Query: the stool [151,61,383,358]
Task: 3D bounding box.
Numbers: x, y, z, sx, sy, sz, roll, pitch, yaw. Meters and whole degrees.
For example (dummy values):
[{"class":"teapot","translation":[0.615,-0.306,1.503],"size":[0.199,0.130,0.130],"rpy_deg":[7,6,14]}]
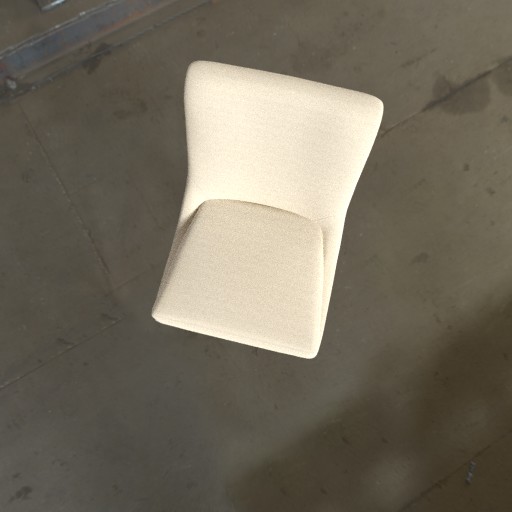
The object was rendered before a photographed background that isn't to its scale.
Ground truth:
[{"class":"stool","translation":[0.000,0.000,1.411],"size":[0.483,1.093,0.559],"rpy_deg":[13,76,3]}]
